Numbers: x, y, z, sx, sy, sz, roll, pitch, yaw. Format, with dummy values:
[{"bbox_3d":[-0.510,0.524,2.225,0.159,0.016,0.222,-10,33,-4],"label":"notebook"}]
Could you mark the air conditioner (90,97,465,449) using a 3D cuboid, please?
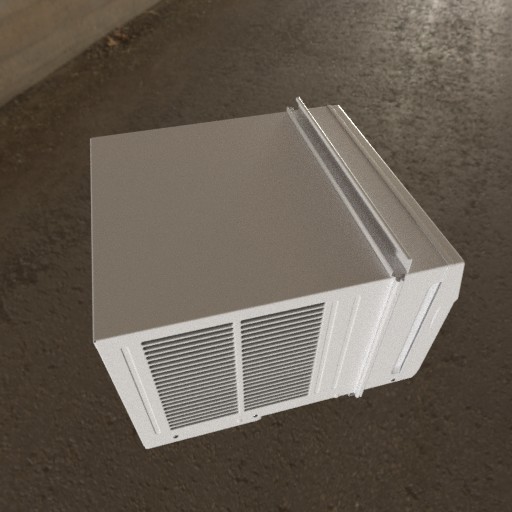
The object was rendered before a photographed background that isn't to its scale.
[{"bbox_3d":[0.000,0.000,0.872,0.546,0.388,0.503,-11,47,-10],"label":"air conditioner"}]
